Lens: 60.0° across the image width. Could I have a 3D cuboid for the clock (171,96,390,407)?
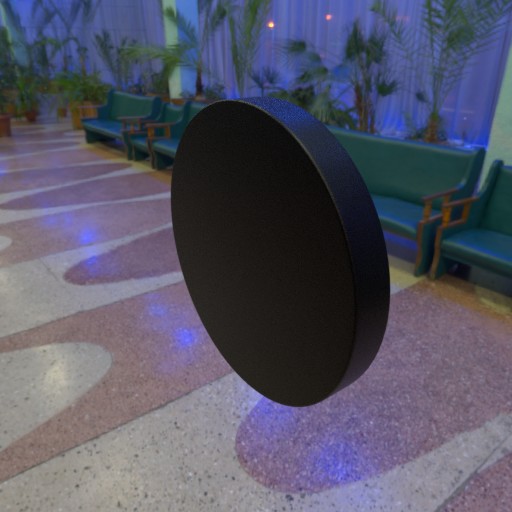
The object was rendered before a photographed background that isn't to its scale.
[{"bbox_3d":[0.000,0.000,0.465,0.040,0.314,0.314,-18,31,-32],"label":"clock"}]
